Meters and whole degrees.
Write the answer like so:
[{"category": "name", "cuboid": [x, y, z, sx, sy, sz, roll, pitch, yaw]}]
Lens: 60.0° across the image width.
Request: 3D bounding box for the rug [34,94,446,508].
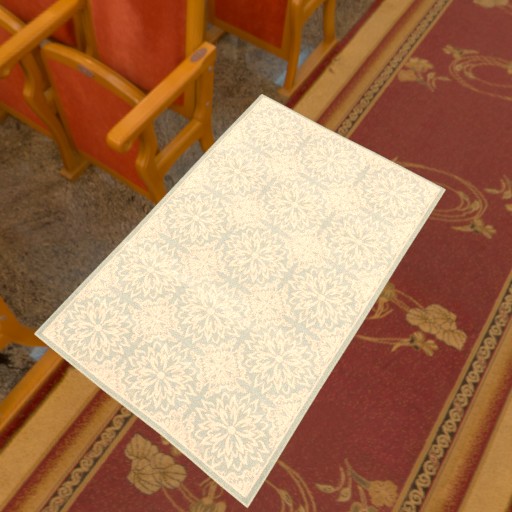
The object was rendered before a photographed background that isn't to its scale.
[{"category": "rug", "cuboid": [0.000, 0.000, 2.226, 1.219, 0.012, 1.840, 32, 68, 15]}]
